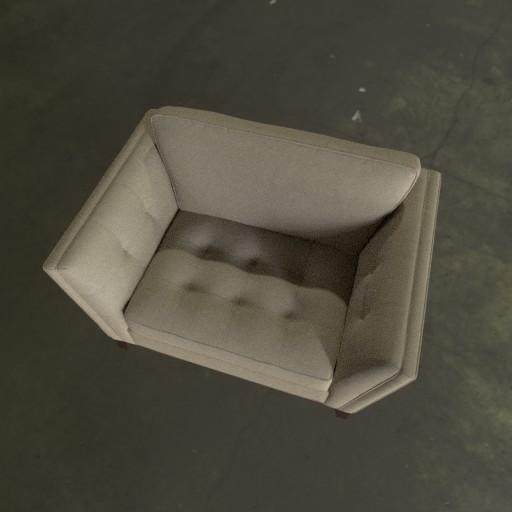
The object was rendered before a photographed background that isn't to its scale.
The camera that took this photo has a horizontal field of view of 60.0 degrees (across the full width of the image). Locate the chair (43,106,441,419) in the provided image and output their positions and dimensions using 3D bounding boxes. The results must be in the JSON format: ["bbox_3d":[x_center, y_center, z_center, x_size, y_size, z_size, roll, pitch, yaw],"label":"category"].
[{"bbox_3d":[0.000,0.000,2.042,1.397,0.940,0.965,15,59,9],"label":"chair"}]
